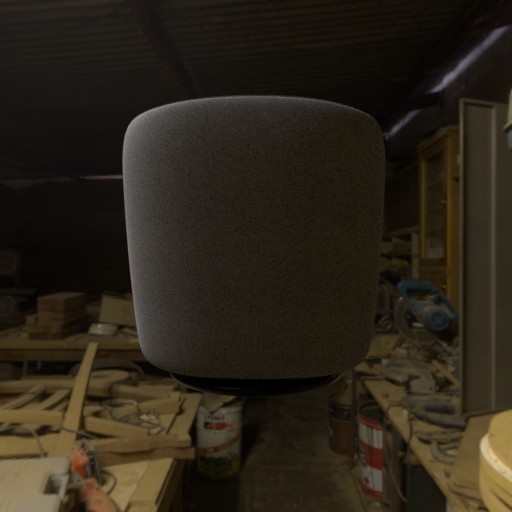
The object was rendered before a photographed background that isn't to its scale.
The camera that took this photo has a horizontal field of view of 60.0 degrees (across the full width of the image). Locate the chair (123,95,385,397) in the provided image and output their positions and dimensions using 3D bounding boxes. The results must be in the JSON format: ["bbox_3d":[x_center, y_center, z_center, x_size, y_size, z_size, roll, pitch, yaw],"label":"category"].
[{"bbox_3d":[0.000,0.000,1.644,0.822,0.861,0.986,0,1,2],"label":"chair"}]
